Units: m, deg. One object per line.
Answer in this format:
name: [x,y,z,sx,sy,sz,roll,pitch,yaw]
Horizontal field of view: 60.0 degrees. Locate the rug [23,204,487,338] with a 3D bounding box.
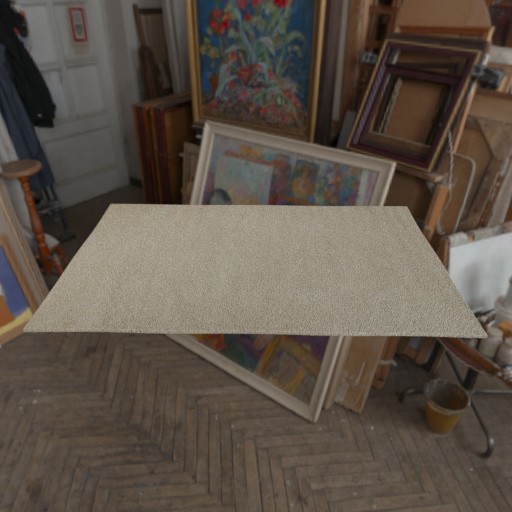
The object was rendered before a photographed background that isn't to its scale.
rug: [0.000,0.000,2.878,2.346,0.025,1.500,1,32,1]
